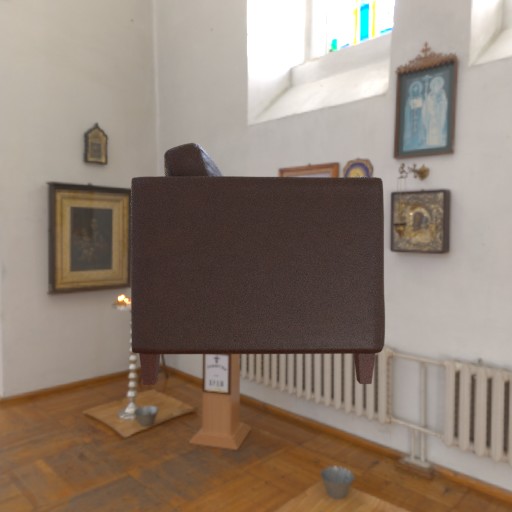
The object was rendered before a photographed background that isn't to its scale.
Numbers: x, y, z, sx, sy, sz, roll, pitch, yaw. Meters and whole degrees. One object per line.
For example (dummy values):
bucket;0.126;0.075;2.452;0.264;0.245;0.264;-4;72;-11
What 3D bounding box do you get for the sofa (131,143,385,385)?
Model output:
sofa;0.000;0.000;2.511;0.951;0.933;1.883;0;1;-1
